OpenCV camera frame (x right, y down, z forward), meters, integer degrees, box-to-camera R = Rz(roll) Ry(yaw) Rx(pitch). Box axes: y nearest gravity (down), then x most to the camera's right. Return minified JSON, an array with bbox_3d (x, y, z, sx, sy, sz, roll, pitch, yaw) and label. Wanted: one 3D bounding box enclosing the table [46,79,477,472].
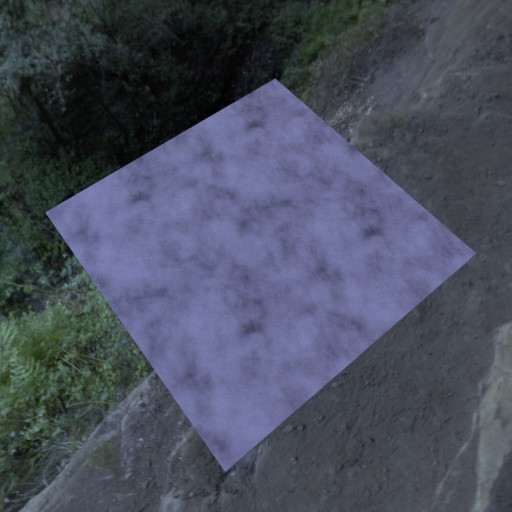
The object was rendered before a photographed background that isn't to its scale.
[{"bbox_3d":[0.000,0.000,1.422,0.890,0.305,0.890,-36,69,-16],"label":"table"}]
